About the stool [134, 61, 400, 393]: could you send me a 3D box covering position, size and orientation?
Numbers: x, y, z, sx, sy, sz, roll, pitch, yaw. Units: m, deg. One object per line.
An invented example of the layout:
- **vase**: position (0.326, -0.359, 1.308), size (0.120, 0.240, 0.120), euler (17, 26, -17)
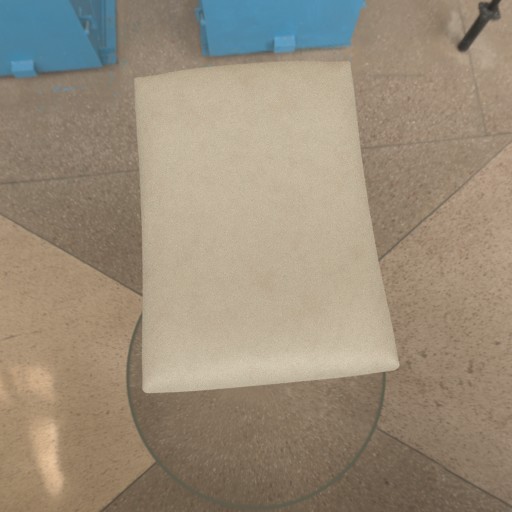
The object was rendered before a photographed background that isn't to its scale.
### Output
- **stool**: position (0.000, 0.000, 0.947), size (0.375, 0.632, 0.509), euler (-5, 76, -1)
